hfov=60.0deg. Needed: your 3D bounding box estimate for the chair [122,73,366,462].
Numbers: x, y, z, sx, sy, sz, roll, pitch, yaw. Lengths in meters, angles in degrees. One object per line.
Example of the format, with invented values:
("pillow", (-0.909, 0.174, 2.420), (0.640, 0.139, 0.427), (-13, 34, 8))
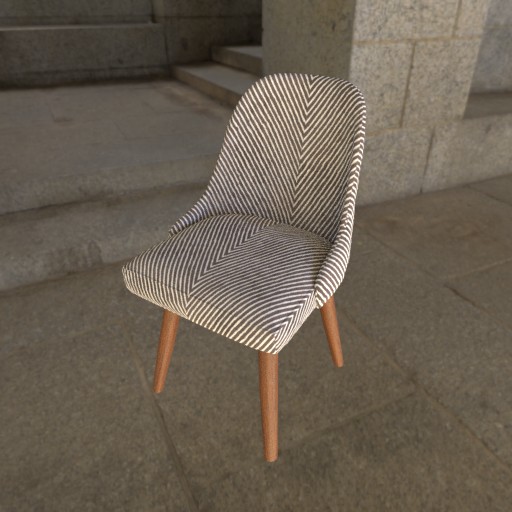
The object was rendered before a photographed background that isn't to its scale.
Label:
("chair", (0.000, 0.000, 1.250), (0.504, 0.883, 0.591), (19, 36, 29))
